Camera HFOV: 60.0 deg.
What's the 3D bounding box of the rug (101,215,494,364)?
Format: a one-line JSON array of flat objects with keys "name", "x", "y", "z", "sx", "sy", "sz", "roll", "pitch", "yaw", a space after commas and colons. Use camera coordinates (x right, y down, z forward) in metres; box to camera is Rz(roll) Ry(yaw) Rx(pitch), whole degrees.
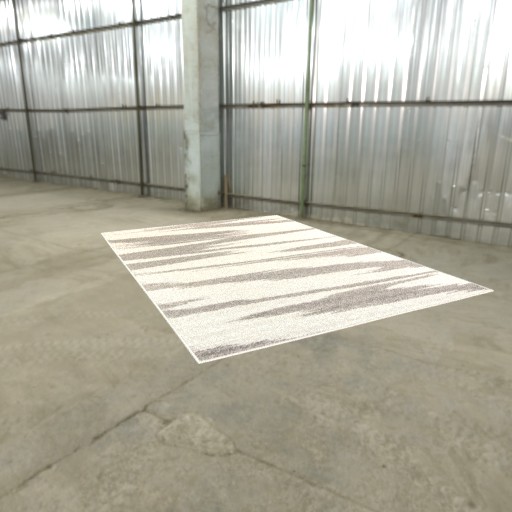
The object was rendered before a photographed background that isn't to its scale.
[{"name": "rug", "x": 0.000, "y": 0.000, "z": 2.751, "sx": 1.533, "sy": 0.010, "sz": 2.142, "roll": -8, "pitch": 18, "yaw": -26}]
